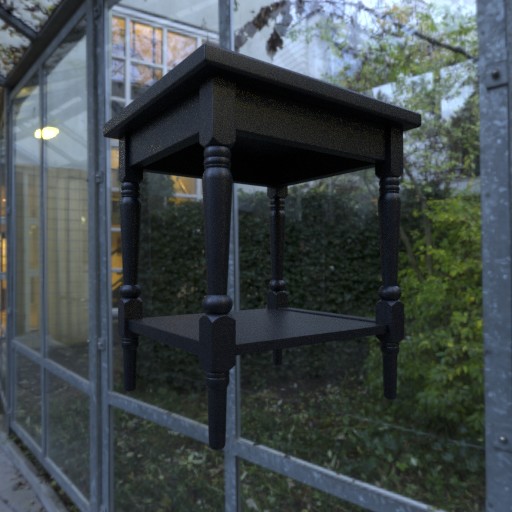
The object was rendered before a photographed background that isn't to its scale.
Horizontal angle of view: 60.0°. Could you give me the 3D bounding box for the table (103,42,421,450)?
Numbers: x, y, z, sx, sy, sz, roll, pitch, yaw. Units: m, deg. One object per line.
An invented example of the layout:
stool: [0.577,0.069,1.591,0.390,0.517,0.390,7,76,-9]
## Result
table: [0.000,0.000,0.906,0.488,0.565,0.442,1,-1,-36]
